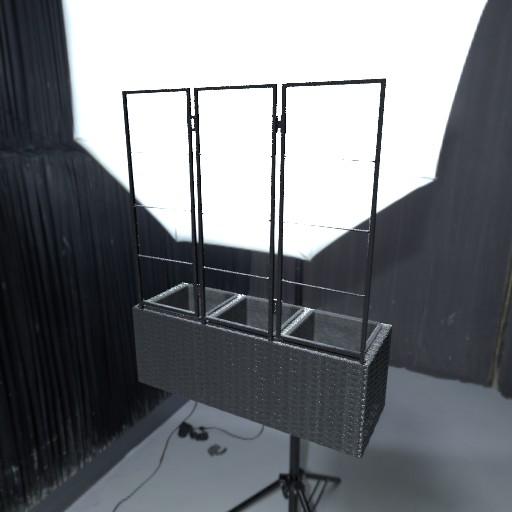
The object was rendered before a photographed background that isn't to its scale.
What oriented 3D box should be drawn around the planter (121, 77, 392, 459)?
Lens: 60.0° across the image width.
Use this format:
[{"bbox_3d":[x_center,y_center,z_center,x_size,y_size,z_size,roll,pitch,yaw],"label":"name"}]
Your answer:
[{"bbox_3d":[0.000,0.000,1.187,0.698,0.841,0.244,9,18,27],"label":"planter"}]
